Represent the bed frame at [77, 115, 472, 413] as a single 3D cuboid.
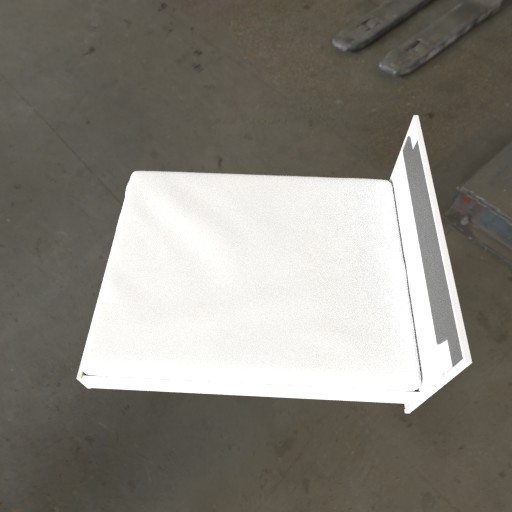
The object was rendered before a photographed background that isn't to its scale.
[{"bbox_3d":[0.000,0.000,2.971,2.100,1.001,1.711,2,58,2],"label":"bed frame"}]
